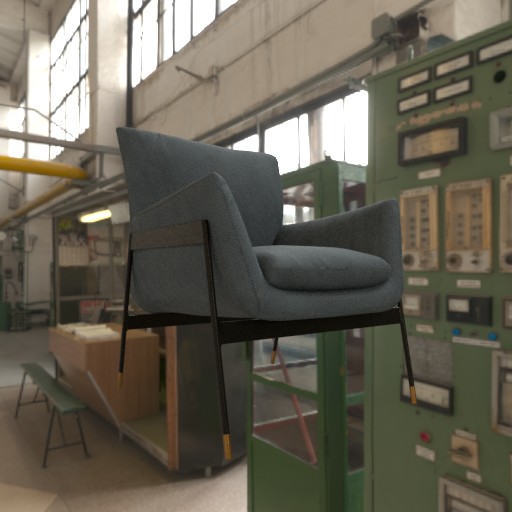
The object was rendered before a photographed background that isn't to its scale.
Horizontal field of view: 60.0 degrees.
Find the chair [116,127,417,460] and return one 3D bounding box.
[{"bbox_3d":[0.000,0.000,1.376,0.678,0.858,0.709,1,-2,-36],"label":"chair"}]
